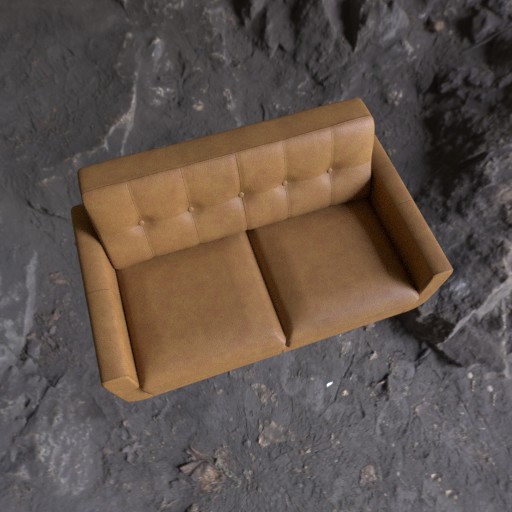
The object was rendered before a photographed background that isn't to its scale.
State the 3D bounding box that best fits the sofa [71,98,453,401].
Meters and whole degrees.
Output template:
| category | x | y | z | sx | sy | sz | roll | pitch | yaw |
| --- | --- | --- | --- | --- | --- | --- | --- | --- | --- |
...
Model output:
| category | x | y | z | sx | sy | sz | roll | pitch | yaw |
| --- | --- | --- | --- | --- | --- | --- | --- | --- | --- |
| sofa | 0.000 | 0.000 | 2.269 | 1.651 | 0.925 | 0.952 | -17 | 65 | -8 |
